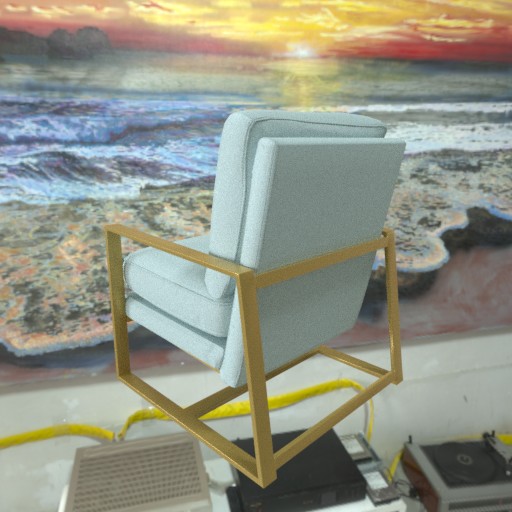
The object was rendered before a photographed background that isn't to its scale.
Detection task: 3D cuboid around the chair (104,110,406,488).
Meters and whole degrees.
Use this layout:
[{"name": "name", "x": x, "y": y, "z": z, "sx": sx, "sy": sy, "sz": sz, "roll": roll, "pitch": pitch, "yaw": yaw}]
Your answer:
[{"name": "chair", "x": 0.000, "y": 0.000, "z": 1.563, "sx": 0.758, "sy": 0.956, "sz": 0.813, "roll": -14, "pitch": 20, "yaw": -43}]
